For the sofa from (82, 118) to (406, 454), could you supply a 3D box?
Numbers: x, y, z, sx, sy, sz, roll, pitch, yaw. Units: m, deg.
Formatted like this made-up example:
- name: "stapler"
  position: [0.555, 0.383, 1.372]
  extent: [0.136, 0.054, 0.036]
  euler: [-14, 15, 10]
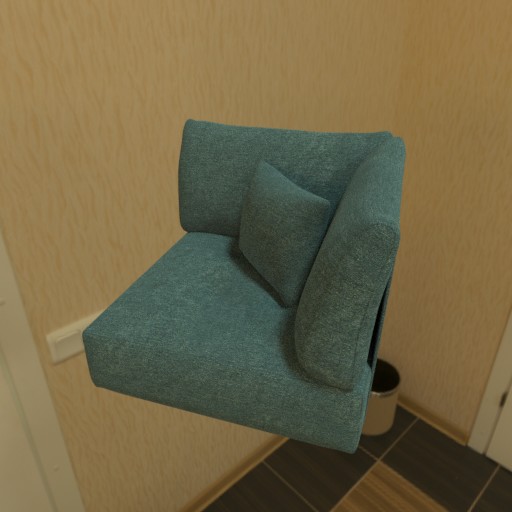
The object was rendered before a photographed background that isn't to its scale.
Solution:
- name: "sofa"
  position: [0.000, 0.000, 1.722]
  extent: [1.000, 0.820, 1.000]
  euler: [9, 29, 15]
